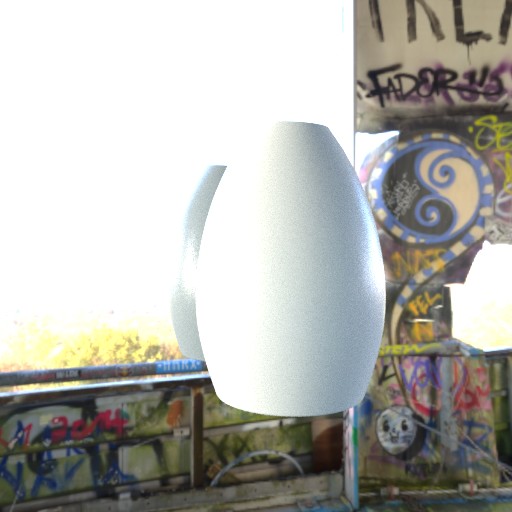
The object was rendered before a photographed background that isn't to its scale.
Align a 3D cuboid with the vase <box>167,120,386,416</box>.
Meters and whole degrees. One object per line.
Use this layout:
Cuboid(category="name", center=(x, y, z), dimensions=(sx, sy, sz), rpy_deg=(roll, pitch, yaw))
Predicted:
Cuboid(category="vase", center=(0.000, 0.000, 0.260), dimensions=(0.089, 0.131, 0.187), rpy_deg=(0, 0, -19))
